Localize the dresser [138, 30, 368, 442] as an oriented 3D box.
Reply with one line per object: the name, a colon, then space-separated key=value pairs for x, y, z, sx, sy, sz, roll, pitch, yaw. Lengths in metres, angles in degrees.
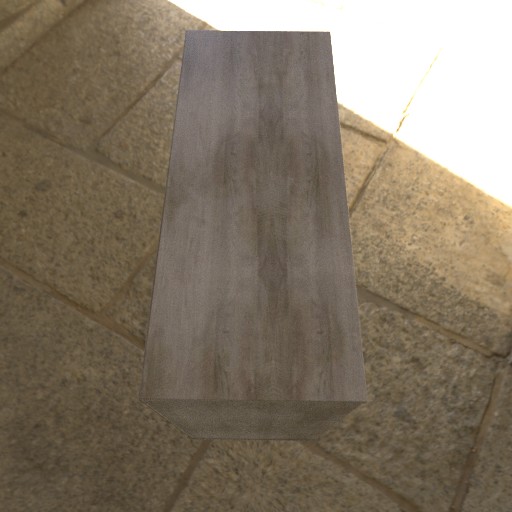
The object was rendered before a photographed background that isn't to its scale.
dresser: x=0.000 y=0.000 z=1.368 sx=0.404 sy=0.816 sz=0.994 roll=1 pitch=63 yaw=0
